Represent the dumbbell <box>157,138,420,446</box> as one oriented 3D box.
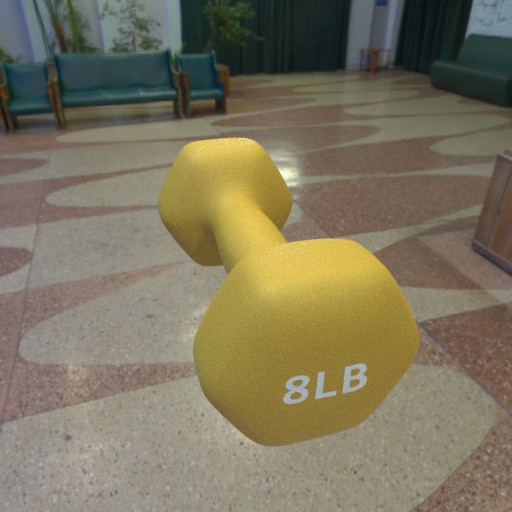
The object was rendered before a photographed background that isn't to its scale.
[{"bbox_3d":[0.000,0.000,0.236,0.090,0.082,0.190,-8,31,-13],"label":"dumbbell"}]
